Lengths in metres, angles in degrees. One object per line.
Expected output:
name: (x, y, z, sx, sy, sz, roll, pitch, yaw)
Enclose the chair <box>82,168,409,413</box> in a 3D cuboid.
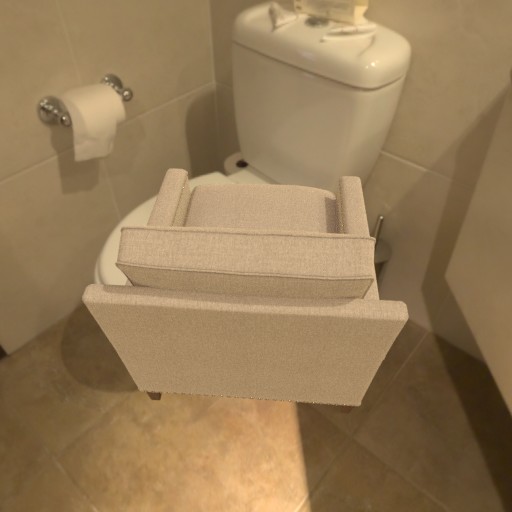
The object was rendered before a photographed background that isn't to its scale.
chair: (0.000, 0.000, 1.715, 0.853, 0.943, 1.014, 3, 46, 3)
